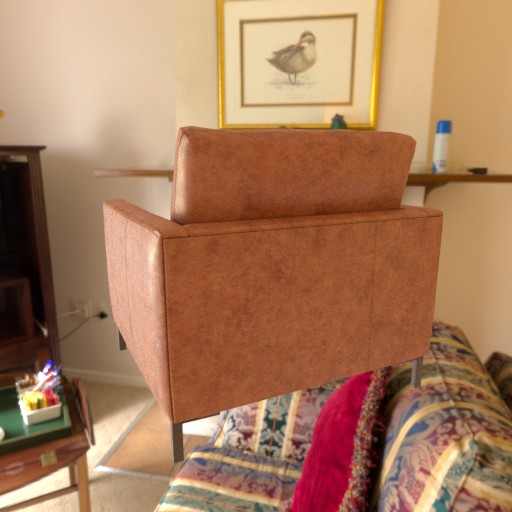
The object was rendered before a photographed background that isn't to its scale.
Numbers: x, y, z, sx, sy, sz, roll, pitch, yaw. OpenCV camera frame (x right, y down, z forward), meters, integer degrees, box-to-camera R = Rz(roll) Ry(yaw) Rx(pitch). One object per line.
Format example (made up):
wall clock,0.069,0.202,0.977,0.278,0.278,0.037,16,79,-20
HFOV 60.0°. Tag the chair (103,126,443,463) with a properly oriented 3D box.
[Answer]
chair,0.000,0.000,1.628,0.967,0.869,0.862,-6,14,-26
